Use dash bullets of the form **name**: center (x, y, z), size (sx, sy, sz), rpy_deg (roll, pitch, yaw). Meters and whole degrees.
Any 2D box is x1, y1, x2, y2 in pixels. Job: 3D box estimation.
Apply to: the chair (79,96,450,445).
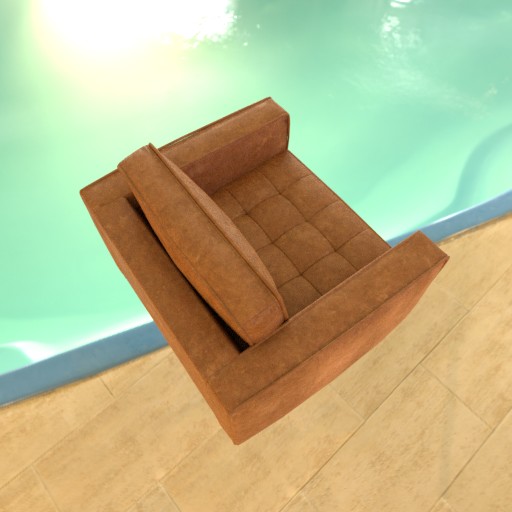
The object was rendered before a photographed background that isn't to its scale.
- **chair**: center (0.000, 0.000, 1.533), size (0.798, 0.767, 0.928), rpy_deg (-32, 63, -18)
